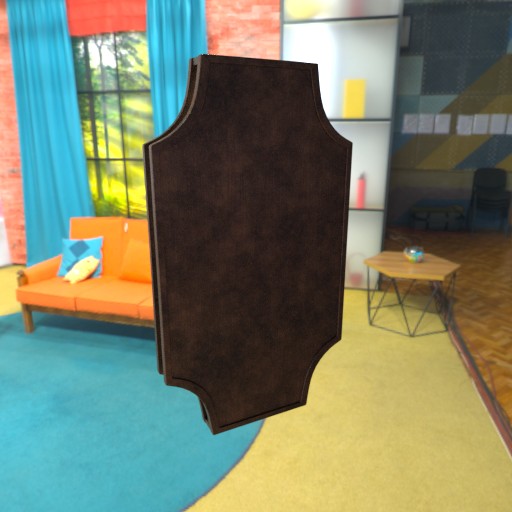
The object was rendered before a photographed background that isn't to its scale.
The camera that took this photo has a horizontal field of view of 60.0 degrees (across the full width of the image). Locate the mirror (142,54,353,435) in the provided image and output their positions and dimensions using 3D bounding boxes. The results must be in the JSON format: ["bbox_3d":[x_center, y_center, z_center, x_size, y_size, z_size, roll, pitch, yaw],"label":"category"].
[{"bbox_3d":[0.000,0.000,0.997,0.462,0.811,0.066,-8,18,-26],"label":"mirror"}]
